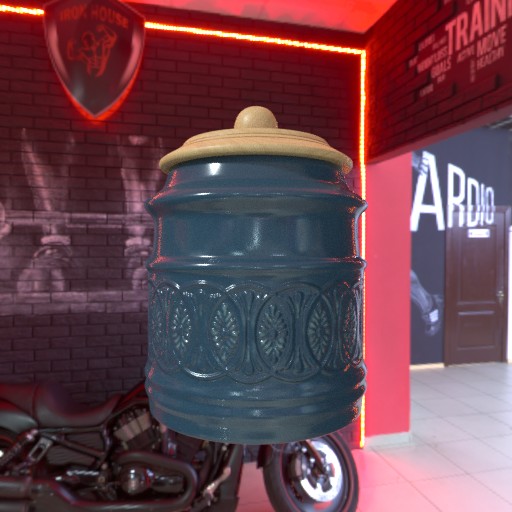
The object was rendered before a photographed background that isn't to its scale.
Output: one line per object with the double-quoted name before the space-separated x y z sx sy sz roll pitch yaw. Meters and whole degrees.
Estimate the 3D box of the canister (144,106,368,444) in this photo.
"canister" 0.000 0.000 0.265 0.130 0.176 0.130 0 1 0
